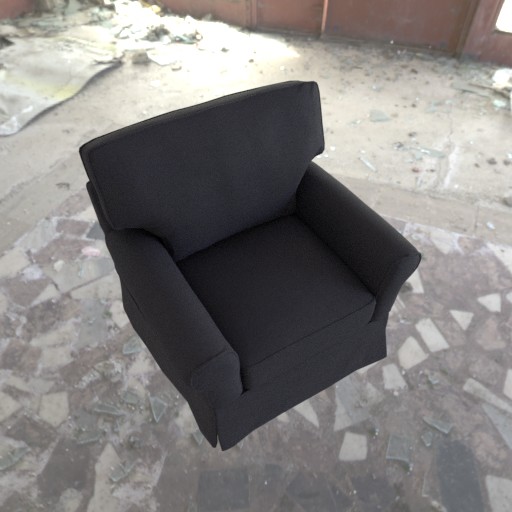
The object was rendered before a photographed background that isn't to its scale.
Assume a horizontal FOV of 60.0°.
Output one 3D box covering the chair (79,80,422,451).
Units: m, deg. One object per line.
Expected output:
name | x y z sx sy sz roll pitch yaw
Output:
chair | 0.000 0.000 1.952 1.119 1.140 1.002 -24 51 -21
